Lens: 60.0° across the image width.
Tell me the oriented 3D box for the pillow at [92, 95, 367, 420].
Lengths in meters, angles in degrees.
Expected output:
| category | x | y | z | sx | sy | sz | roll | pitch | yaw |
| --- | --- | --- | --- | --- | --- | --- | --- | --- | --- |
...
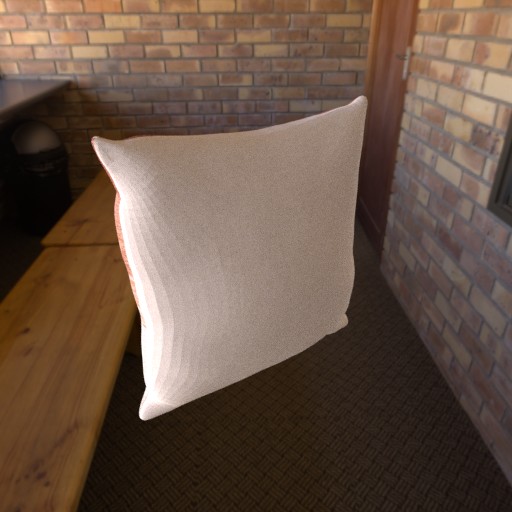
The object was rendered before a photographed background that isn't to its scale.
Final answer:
| category | x | y | z | sx | sy | sz | roll | pitch | yaw |
| --- | --- | --- | --- | --- | --- | --- | --- | --- | --- |
| pillow | 0.000 | 0.000 | 0.690 | 0.440 | 0.441 | 0.182 | -18 | 33 | -31 |
